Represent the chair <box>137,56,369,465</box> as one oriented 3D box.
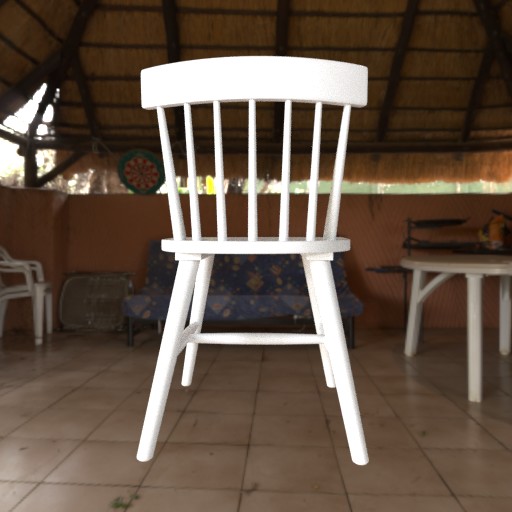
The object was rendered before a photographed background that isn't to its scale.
[{"bbox_3d":[0.000,0.000,1.086,0.483,0.787,0.500,0,1,2],"label":"chair"}]
